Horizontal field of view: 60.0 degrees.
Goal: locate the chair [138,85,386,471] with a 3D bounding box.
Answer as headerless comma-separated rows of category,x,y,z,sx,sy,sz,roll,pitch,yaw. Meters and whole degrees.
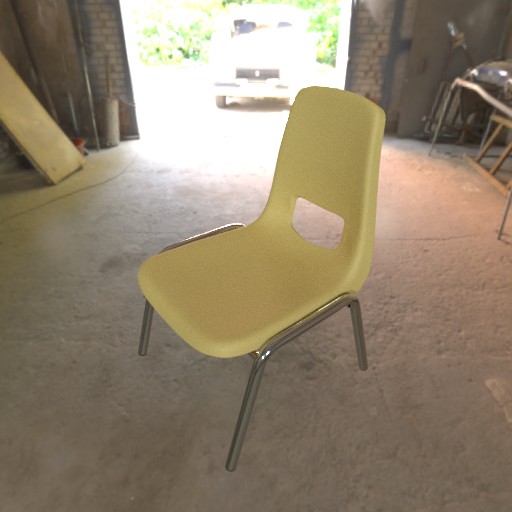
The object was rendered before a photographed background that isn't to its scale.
chair,0.000,0.000,0.809,0.385,0.536,0.354,-23,39,-31
